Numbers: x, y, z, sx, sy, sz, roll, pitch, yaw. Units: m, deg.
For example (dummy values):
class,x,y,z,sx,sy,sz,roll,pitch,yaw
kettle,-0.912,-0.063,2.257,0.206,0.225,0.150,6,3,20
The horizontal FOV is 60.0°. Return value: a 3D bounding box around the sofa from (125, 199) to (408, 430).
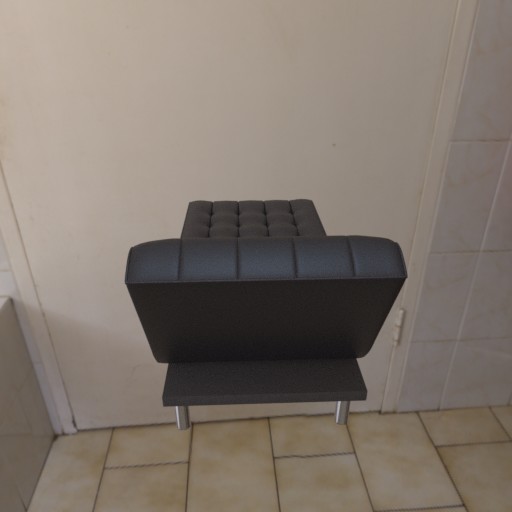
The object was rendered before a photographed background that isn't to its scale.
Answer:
class,x,y,z,sx,sy,sz,roll,pitch,yaw
sofa,0.000,0.000,1.993,0.760,0.820,1.560,-1,28,-2
